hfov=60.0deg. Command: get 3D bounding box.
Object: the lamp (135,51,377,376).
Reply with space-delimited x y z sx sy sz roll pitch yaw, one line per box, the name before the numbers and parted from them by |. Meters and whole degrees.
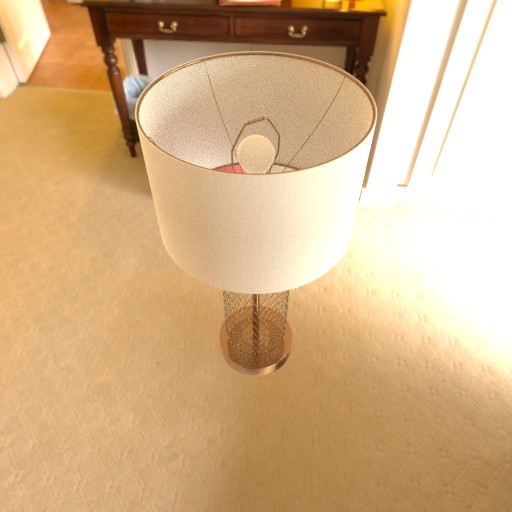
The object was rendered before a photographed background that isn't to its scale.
lamp | 0.000 0.000 0.647 0.252 0.483 0.252 -24 52 -20
